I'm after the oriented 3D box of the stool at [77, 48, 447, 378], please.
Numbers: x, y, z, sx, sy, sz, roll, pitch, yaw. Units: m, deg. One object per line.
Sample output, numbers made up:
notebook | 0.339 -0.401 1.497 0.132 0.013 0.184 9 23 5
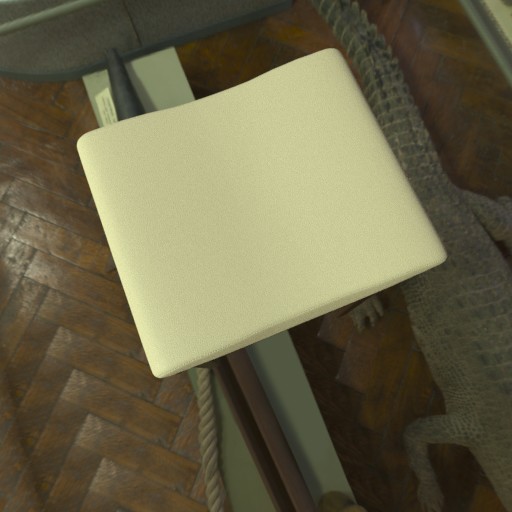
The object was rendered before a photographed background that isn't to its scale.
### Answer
stool | 0.000 0.000 1.031 0.471 0.762 0.401 -21 76 -5
